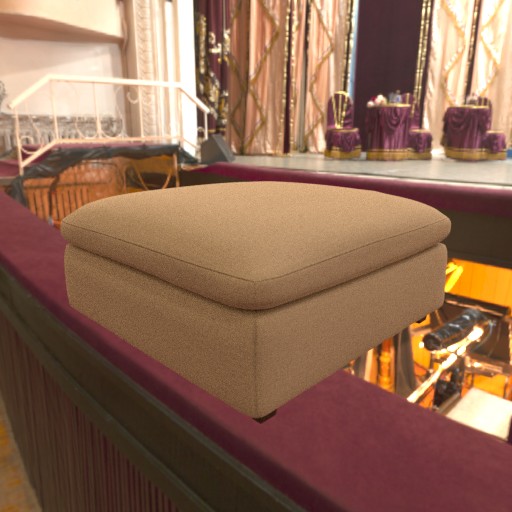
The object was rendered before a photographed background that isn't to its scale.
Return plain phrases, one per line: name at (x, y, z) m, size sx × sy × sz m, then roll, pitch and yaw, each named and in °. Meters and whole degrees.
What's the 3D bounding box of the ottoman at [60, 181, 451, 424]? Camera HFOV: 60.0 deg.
ottoman at (0.000, 0.000, 1.529) m, size 0.996 × 0.467 × 0.977 m, roll -15°, pitch 21°, yaw -43°
